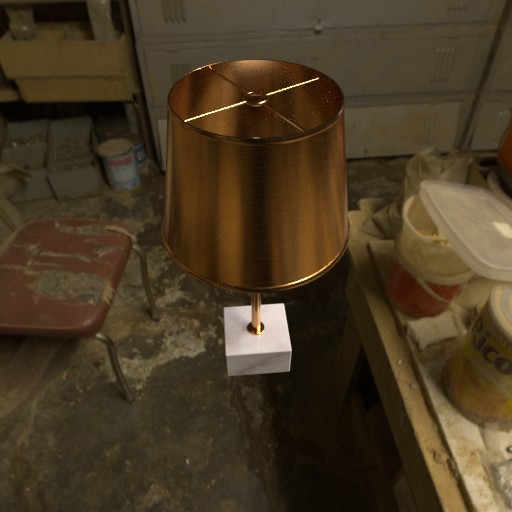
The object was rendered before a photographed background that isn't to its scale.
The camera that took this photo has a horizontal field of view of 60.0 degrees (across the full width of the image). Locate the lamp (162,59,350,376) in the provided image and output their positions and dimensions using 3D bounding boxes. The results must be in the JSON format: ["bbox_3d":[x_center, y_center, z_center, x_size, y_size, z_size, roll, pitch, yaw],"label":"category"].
[{"bbox_3d":[0.000,0.000,0.535,0.208,0.406,0.208,0,45,0],"label":"lamp"}]
